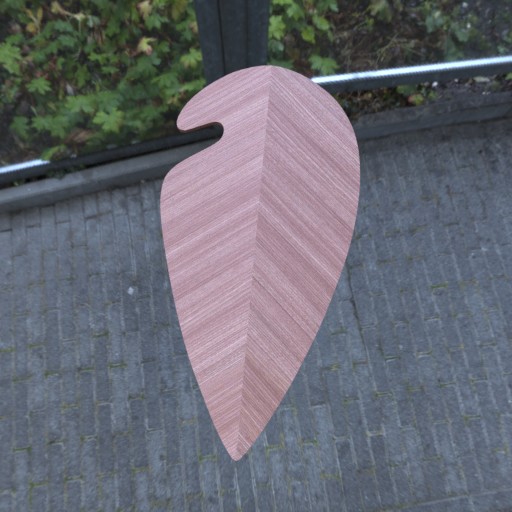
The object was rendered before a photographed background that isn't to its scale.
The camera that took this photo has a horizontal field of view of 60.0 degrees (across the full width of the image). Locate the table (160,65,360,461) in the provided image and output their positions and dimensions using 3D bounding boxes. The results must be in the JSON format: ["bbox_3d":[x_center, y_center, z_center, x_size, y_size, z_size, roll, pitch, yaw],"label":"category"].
[{"bbox_3d":[0.000,0.000,1.477,0.598,0.360,1.199,5,76,1],"label":"table"}]
